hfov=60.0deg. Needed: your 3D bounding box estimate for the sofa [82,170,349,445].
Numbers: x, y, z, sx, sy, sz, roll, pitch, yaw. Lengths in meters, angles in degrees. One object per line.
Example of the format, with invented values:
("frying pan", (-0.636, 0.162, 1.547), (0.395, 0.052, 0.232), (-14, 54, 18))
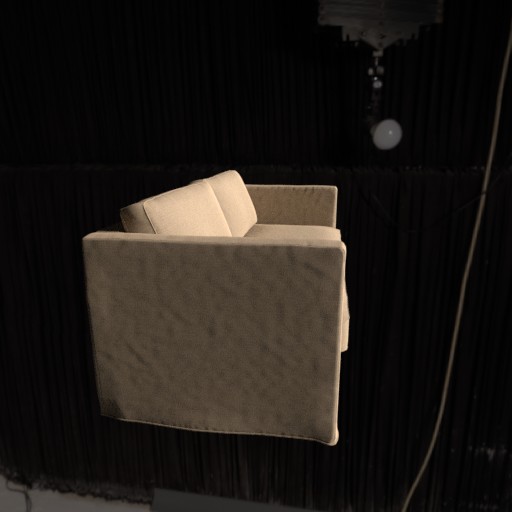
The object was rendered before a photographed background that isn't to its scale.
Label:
("sofa", (0.000, 0.000, 2.476), (0.956, 0.847, 1.987), (2, 15, 9))
